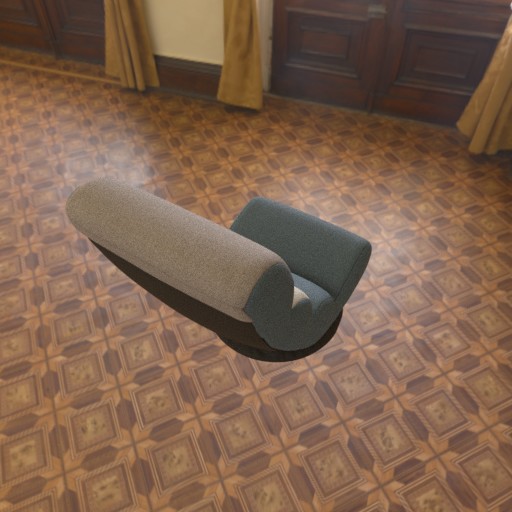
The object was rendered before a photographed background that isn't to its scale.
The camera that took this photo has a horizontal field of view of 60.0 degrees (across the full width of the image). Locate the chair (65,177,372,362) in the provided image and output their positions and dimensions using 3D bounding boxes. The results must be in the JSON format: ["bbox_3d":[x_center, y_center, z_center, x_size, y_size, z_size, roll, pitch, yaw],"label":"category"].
[{"bbox_3d":[0.000,0.000,1.082,0.420,0.641,0.661,25,52,22],"label":"chair"}]
